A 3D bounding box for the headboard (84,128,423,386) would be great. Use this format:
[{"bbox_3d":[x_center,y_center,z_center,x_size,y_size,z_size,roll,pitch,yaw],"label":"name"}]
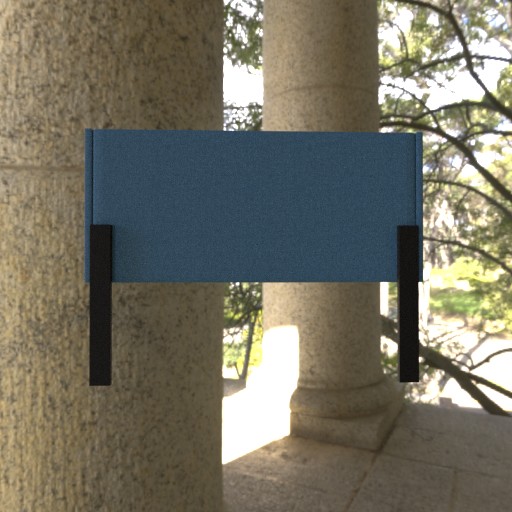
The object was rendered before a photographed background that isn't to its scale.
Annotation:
[{"bbox_3d":[0.000,0.000,2.729,2.051,1.524,0.184,0,-1,-2],"label":"headboard"}]
